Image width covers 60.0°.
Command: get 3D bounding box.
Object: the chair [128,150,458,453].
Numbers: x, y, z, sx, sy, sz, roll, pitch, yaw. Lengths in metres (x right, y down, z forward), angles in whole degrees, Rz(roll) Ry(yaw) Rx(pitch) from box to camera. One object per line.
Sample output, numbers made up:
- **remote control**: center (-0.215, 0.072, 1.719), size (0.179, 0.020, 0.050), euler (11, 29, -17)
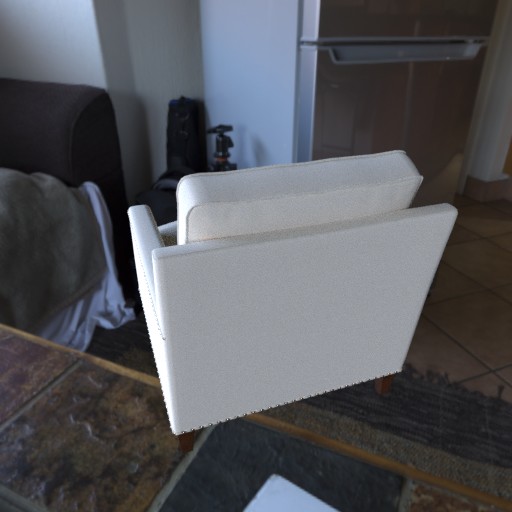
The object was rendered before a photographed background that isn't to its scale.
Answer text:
- **chair**: center (0.000, 0.000, 1.680), size (0.853, 0.943, 1.014), euler (-10, 30, -17)
